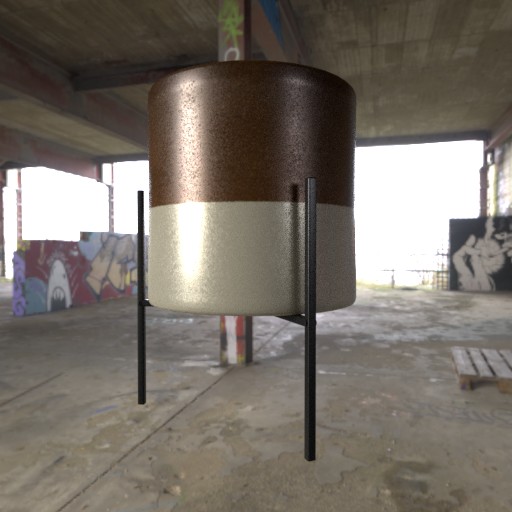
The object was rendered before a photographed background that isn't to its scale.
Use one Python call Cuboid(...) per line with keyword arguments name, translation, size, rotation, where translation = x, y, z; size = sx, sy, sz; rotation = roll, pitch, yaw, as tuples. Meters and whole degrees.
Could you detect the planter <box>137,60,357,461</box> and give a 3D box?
Cuboid(name="planter", translation=(0.000, 0.000, 0.550), size=(0.255, 0.375, 0.269), rotation=(1, 1, 36))
